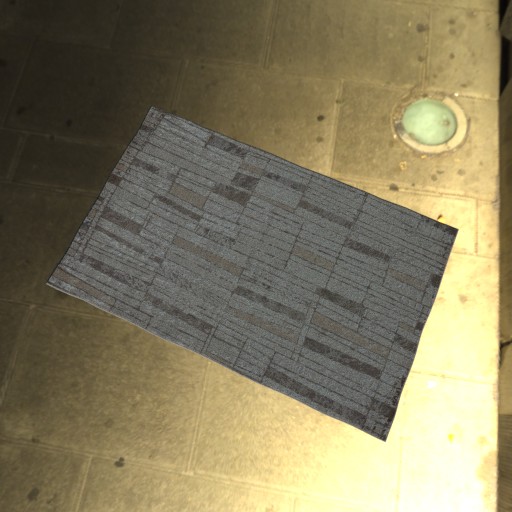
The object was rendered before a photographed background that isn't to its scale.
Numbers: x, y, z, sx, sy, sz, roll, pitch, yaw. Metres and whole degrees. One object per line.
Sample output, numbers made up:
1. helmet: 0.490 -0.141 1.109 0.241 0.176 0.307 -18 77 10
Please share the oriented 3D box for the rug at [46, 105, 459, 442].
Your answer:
1. rug: 0.000 0.000 3.057 2.444 0.023 1.531 23 75 6
